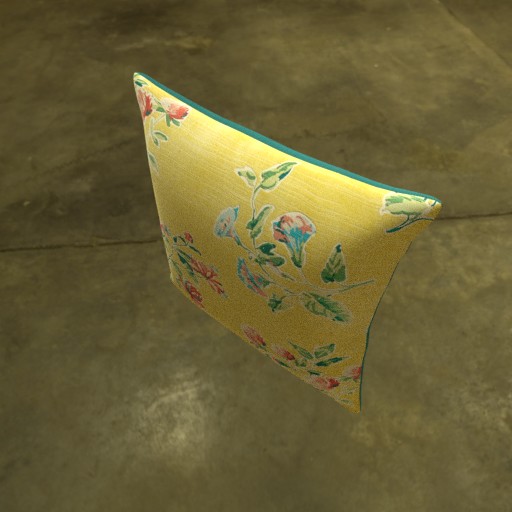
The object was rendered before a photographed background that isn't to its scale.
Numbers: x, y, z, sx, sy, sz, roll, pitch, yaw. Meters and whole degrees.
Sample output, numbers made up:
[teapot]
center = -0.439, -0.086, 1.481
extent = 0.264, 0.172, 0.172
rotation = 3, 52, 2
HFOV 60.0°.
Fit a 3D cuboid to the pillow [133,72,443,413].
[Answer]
[pillow]
center = 0.000, 0.000, 0.780
extent = 0.525, 0.508, 0.166
rotation = 31, 54, 26
